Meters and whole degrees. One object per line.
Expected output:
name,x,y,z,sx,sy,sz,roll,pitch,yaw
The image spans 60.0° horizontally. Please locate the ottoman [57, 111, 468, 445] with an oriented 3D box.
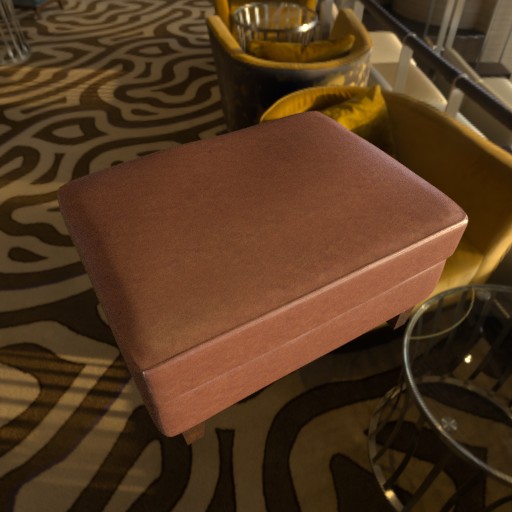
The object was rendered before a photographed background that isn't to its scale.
ottoman,0.000,0.000,1.226,0.851,0.485,0.650,-23,49,-21
